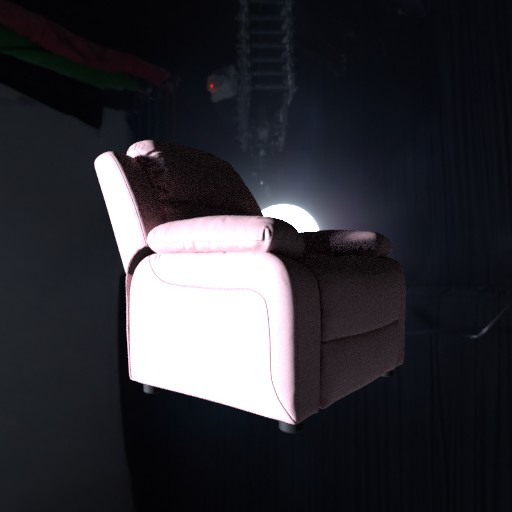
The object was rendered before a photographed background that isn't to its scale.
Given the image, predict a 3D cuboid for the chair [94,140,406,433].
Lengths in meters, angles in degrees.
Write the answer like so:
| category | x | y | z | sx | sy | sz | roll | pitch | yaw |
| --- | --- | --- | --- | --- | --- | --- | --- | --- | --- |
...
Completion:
| category | x | y | z | sx | sy | sz | roll | pitch | yaw |
| --- | --- | --- | --- | --- | --- | --- | --- | --- | --- |
| chair | 0.000 | 0.000 | 1.260 | 0.709 | 0.702 | 0.680 | -1 | -1 | 36 |
